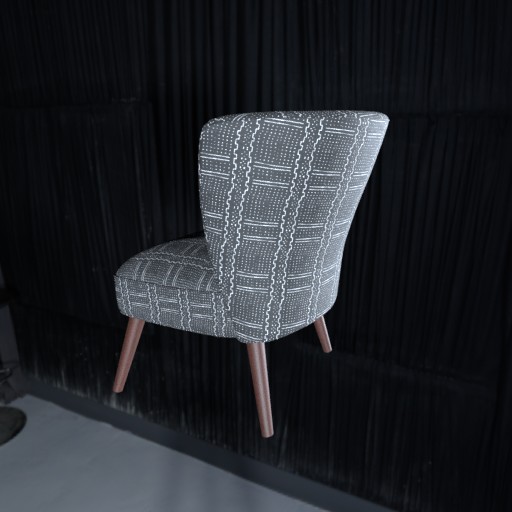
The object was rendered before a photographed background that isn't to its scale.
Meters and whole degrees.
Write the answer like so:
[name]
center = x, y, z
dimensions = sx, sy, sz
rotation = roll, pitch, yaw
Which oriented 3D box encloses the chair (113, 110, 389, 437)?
[chair]
center = 0.000, 0.000, 1.417
dimensions = 0.758, 0.866, 0.710
rotation = 8, 18, 25
